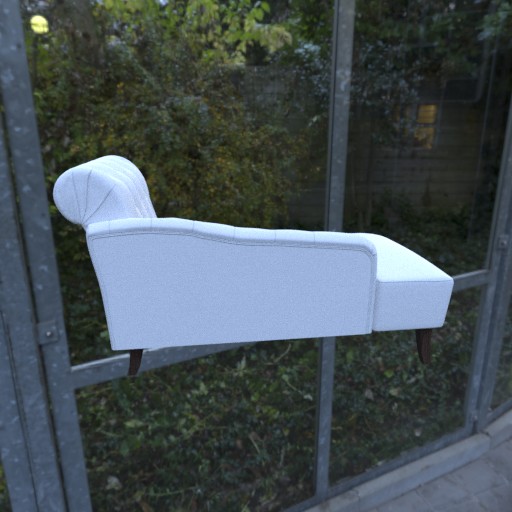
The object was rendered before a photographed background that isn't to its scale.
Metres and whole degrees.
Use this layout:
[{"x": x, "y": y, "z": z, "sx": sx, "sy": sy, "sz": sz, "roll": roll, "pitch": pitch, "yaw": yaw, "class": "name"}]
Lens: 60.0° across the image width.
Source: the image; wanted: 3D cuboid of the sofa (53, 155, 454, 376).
[{"x": 0.000, "y": 0.000, "z": 1.828, "sx": 1.379, "sy": 0.787, "sz": 0.675, "roll": -2, "pitch": 17, "yaw": -8, "class": "sofa"}]
